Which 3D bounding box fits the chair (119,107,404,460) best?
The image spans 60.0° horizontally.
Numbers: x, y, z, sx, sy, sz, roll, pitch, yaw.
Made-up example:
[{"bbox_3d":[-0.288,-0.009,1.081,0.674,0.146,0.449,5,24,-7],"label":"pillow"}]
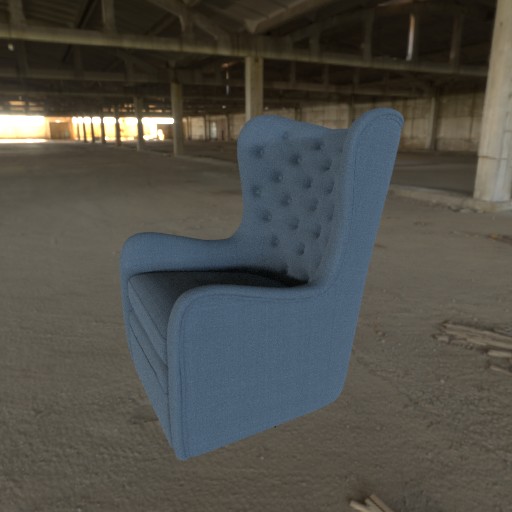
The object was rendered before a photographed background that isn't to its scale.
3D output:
[{"bbox_3d":[0.000,0.000,1.731,0.930,1.079,0.831,-8,18,-25],"label":"chair"}]
